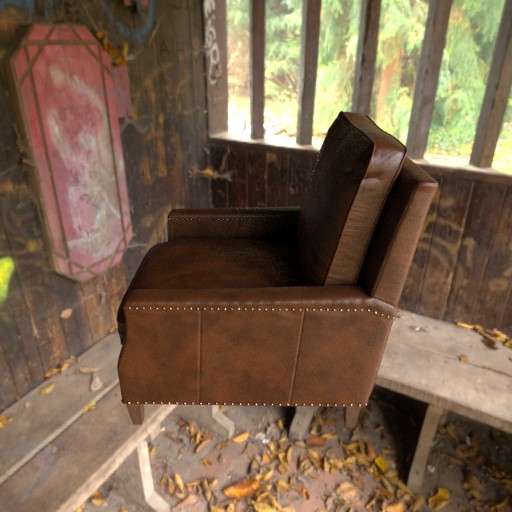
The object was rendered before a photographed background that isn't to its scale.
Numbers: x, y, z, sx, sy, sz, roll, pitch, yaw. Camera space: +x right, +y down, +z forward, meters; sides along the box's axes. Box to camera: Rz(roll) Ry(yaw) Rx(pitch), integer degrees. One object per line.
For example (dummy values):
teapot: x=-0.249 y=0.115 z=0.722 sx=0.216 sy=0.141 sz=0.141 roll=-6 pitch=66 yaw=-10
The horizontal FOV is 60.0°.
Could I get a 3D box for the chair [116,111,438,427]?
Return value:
chair: x=0.000 y=0.000 z=1.812 sx=1.035 sy=1.054 sz=0.854 roll=0 pitch=27 yaw=1
